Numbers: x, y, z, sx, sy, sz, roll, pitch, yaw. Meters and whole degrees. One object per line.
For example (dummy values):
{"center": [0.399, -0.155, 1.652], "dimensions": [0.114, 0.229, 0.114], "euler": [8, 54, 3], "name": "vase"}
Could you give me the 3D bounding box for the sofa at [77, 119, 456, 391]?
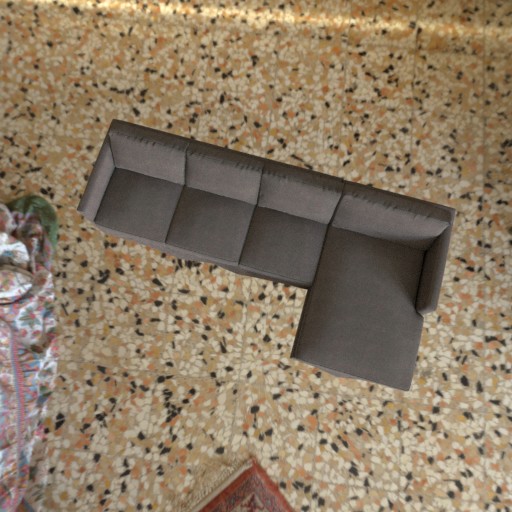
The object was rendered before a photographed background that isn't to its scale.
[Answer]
{"center": [0.000, 0.000, 4.020], "dimensions": [3.205, 0.922, 1.650], "euler": [16, 77, 4], "name": "sofa"}
